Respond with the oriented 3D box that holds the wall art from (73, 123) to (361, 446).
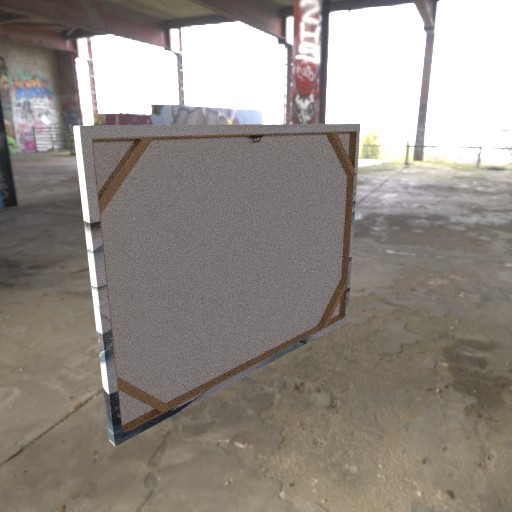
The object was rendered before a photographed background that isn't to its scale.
[{"bbox_3d":[0.000,0.000,1.606,0.039,0.915,1.219,16,23,43],"label":"wall art"}]
